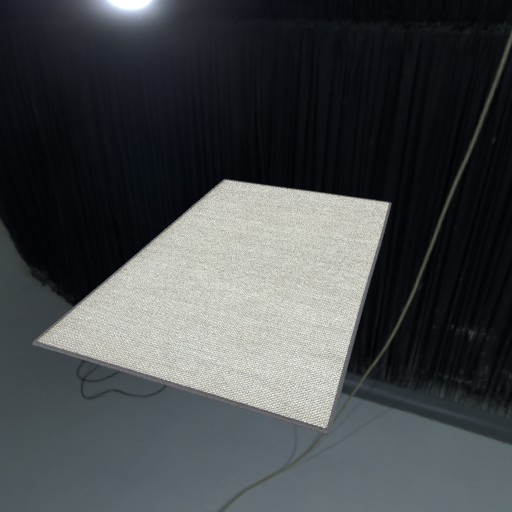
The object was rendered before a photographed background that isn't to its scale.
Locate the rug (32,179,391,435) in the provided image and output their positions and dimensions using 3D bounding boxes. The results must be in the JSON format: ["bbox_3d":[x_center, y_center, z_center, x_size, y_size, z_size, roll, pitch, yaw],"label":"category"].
[{"bbox_3d":[0.000,0.000,2.070,1.067,0.013,1.676,11,33,17],"label":"rug"}]
